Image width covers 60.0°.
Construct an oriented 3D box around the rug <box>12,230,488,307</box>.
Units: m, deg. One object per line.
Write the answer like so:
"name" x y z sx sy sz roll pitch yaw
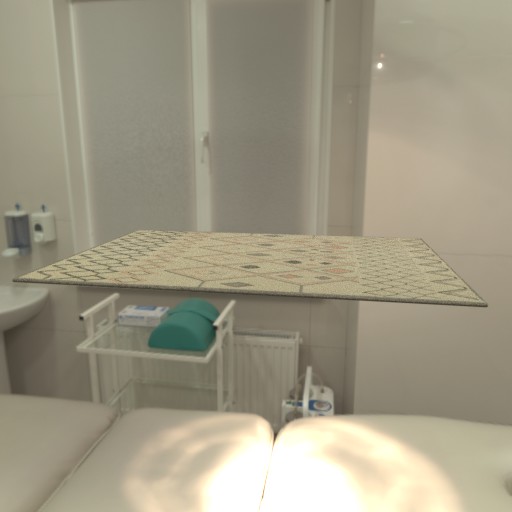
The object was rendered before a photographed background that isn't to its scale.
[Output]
"rug" 0.000 0.000 2.254 1.829 0.016 1.219 2 13 10
